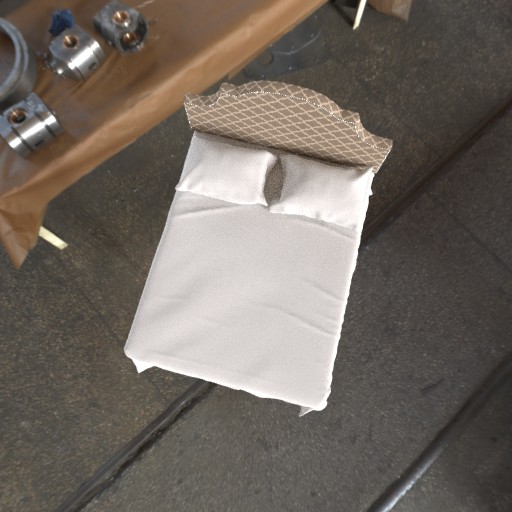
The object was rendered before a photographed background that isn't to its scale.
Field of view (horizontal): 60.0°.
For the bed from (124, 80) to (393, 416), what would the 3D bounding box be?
[{"bbox_3d":[0.000,0.000,3.446,1.780,1.633,2.222,14,76,4],"label":"bed"}]
